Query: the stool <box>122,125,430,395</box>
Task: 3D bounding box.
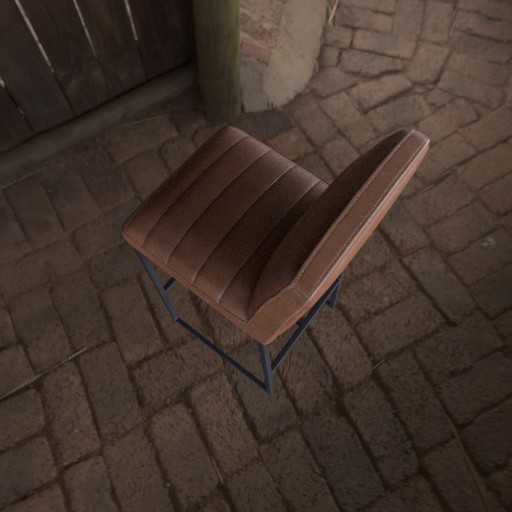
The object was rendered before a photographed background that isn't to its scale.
[{"bbox_3d":[0.000,0.000,1.306,0.556,1.040,0.458,34,69,16],"label":"stool"}]
